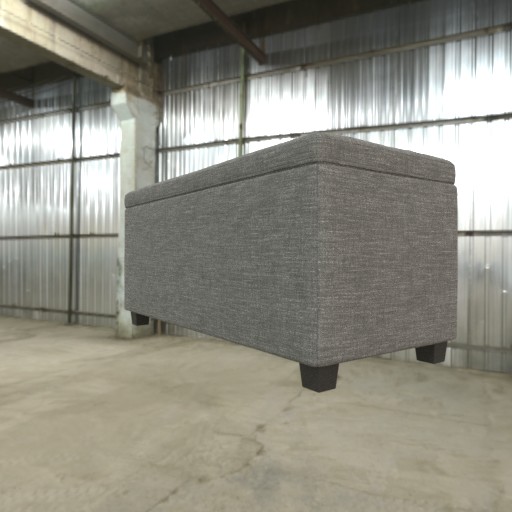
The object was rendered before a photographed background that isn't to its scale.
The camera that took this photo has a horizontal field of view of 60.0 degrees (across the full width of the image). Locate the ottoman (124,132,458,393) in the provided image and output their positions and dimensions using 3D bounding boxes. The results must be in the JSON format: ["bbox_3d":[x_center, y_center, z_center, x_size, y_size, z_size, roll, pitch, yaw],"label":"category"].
[{"bbox_3d":[0.000,0.000,1.151,0.419,0.432,0.902,0,0,-36],"label":"ottoman"}]
